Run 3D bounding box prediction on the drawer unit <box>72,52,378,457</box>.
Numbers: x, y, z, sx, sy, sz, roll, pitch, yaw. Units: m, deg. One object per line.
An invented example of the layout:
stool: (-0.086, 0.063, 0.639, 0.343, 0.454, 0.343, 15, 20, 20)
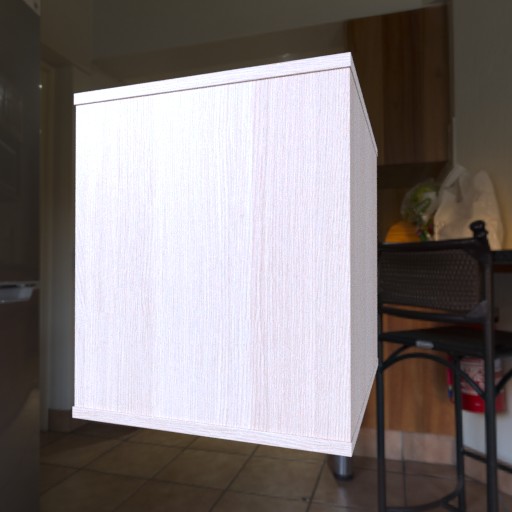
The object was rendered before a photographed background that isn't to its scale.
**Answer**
drawer unit: (0.000, 0.000, 0.588, 0.290, 0.344, 0.349, 0, -1, 19)
